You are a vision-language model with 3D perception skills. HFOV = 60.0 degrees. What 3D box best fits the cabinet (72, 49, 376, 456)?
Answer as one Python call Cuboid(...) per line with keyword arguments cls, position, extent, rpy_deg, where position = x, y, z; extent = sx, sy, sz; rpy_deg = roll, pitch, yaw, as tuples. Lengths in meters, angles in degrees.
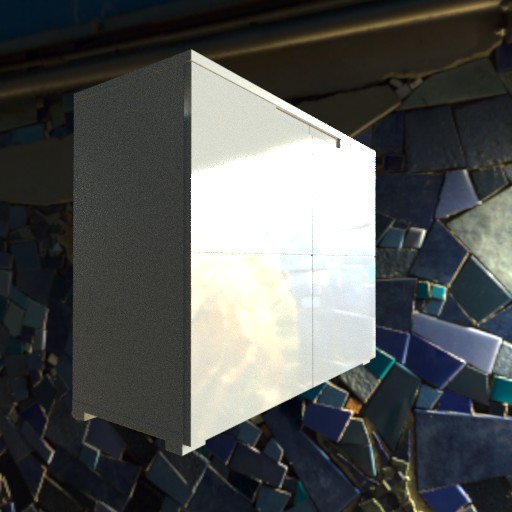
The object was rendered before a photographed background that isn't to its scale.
Cuboid(cls="cabinet", position=(0.000, 0.000, 1.388), extent=(0.400, 0.800, 1.000), rpy_deg=(0, -1, 35))
